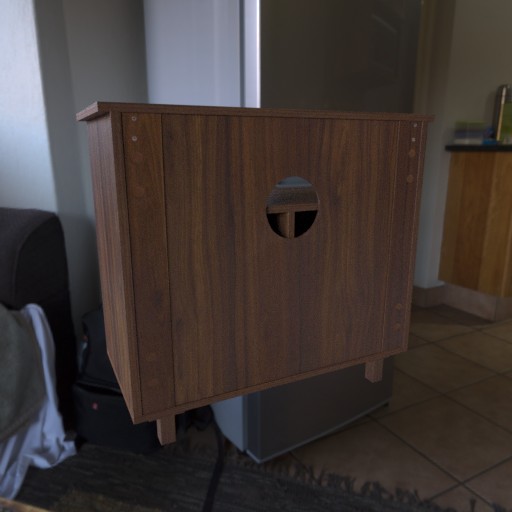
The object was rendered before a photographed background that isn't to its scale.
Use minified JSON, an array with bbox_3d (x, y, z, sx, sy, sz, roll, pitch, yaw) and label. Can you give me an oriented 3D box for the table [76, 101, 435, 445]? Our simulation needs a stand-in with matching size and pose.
[{"bbox_3d":[0.000,0.000,1.190,0.802,0.725,0.390,-7,16,-26],"label":"table"}]
